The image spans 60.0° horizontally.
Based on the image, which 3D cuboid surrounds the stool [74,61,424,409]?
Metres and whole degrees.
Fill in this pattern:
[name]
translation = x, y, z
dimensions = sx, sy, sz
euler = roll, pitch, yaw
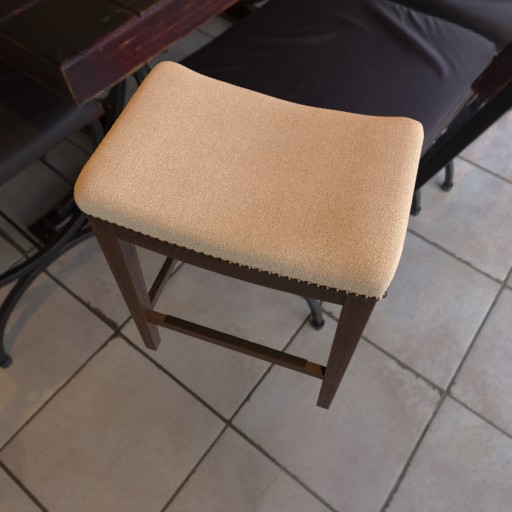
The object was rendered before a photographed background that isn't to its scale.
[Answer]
[stool]
translation = 0.000, 0.000, 0.967
dimensions = 0.509, 0.669, 0.363
euler = 16, 60, 10
